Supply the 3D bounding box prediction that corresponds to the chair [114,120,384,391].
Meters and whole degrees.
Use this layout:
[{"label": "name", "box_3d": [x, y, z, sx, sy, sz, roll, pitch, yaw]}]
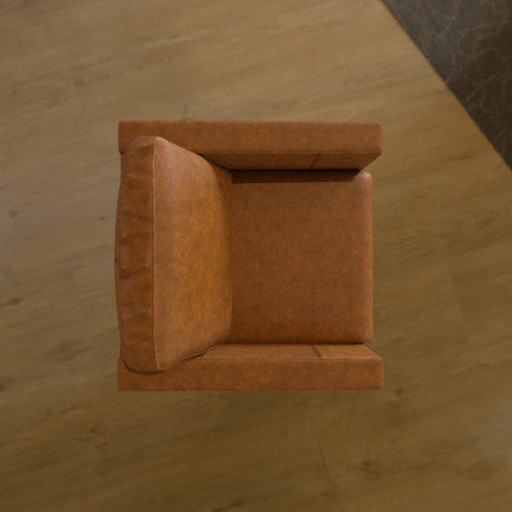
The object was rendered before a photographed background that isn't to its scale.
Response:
[{"label": "chair", "box_3d": [0.000, 0.000, 1.659, 0.909, 0.956, 0.890, 0, 89, -1]}]
